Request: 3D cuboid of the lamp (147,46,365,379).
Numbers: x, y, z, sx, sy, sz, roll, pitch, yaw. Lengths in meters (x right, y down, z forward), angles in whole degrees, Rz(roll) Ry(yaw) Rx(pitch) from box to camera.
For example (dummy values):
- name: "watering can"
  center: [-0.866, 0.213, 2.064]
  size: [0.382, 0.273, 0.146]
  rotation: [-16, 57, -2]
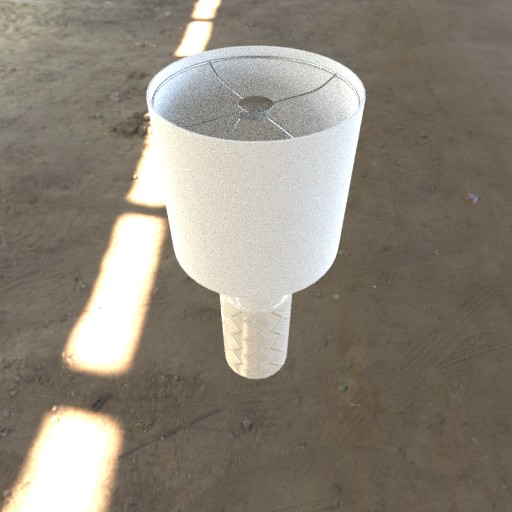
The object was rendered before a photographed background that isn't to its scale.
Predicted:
- name: "lamp"
  center: [0.000, 0.000, 0.587]
  size: [0.207, 0.461, 0.207]
  rotation: [-23, 50, -22]
